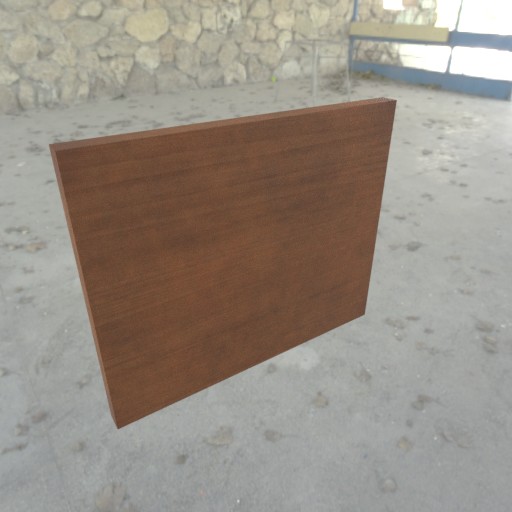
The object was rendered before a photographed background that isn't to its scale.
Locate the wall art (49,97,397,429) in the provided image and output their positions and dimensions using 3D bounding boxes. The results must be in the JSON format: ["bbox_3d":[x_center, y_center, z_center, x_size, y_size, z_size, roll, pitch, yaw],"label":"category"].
[{"bbox_3d":[0.000,0.000,0.752,0.558,0.457,0.033,-18,34,-29],"label":"wall art"}]
